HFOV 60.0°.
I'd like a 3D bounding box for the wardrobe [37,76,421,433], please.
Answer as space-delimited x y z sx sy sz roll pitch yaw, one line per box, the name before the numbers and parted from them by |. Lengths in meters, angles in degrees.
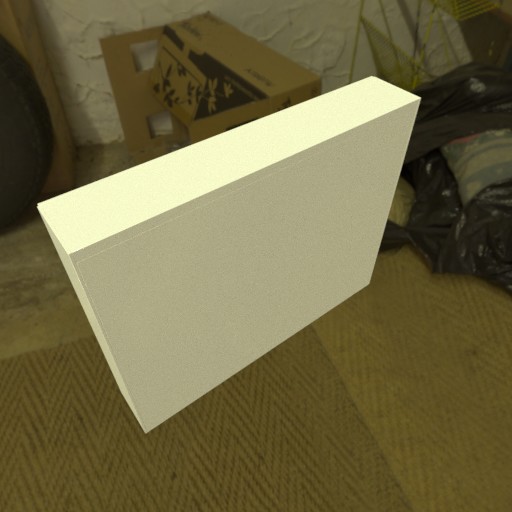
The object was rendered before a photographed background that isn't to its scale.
wardrobe | 0.000 0.000 4.042 3.000 2.360 0.580 -29 52 -25
